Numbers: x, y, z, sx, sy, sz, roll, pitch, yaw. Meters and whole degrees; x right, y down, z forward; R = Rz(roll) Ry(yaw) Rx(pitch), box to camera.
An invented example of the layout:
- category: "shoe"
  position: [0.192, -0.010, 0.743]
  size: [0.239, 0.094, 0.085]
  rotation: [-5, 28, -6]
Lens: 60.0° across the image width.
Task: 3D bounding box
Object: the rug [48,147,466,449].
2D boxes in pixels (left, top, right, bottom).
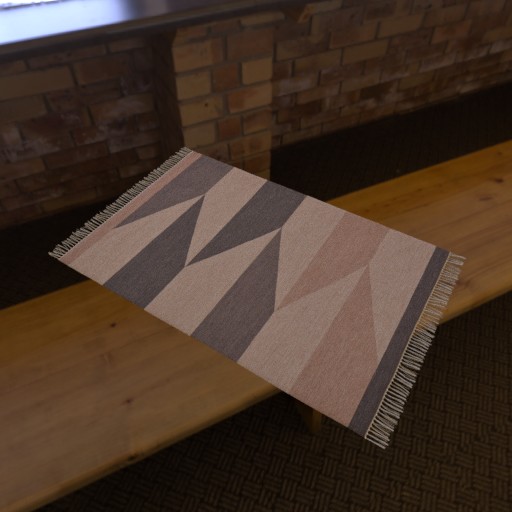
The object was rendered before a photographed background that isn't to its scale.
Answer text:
- category: "rug"
  position: [0.000, 0.000, 2.483]
  size: [2.021, 0.027, 1.224]
  rotation: [25, 53, 21]
